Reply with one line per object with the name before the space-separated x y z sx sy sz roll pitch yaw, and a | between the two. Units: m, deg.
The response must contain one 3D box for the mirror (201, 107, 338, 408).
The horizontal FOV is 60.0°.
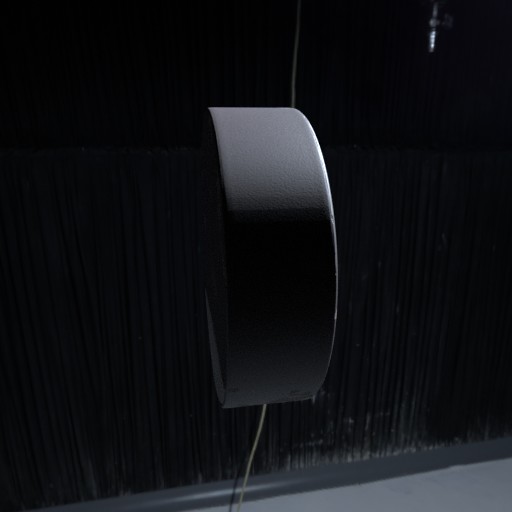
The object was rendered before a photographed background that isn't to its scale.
mirror | 0.000 0.000 0.608 0.126 0.386 0.386 -3 17 -10
